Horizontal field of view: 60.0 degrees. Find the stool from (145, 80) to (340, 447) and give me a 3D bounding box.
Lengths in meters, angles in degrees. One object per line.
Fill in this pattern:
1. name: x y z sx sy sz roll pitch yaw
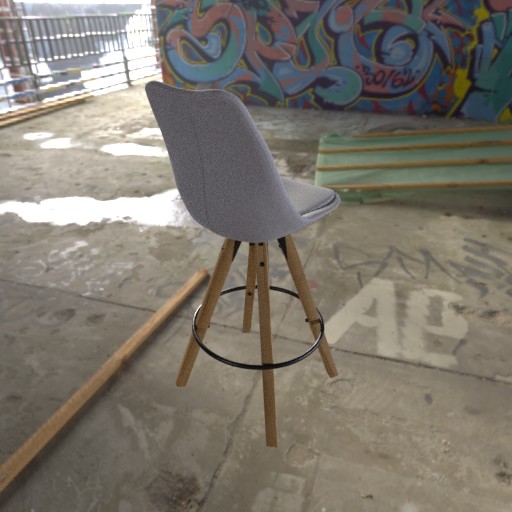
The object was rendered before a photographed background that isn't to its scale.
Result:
1. stool: 0.000 0.000 1.445 0.484 1.115 0.550 21 36 32
